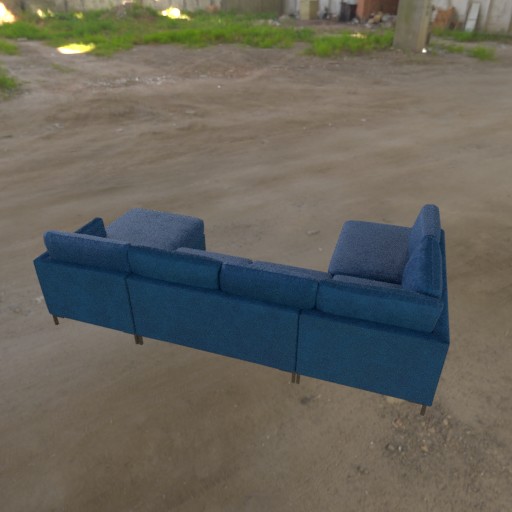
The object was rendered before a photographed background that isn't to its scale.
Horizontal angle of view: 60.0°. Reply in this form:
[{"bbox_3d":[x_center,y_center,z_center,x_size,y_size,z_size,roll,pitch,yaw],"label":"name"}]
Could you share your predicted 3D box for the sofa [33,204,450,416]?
[{"bbox_3d":[0.000,0.000,4.321,3.434,0.992,2.055,10,33,16],"label":"sofa"}]
